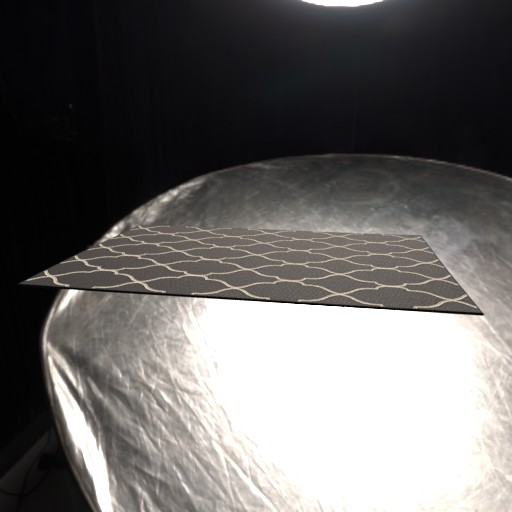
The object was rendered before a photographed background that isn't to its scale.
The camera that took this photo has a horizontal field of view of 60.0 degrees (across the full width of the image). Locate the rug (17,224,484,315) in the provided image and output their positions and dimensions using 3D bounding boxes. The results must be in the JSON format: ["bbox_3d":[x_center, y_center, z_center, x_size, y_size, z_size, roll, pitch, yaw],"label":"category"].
[{"bbox_3d":[0.000,0.000,2.845,2.294,0.014,1.528,3,16,9],"label":"rug"}]
